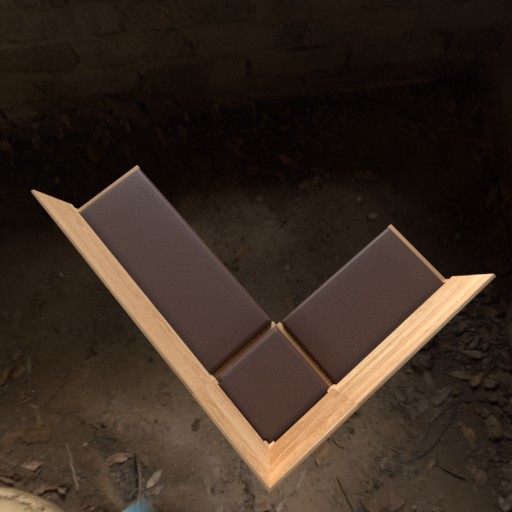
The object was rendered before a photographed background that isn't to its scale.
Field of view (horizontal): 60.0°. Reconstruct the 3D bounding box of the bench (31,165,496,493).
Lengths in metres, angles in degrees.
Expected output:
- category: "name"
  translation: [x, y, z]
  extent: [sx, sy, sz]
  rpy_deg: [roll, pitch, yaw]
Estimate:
- category: "bench"
  translation: [0.000, 0.000, 2.749]
  extent: [1.549, 0.890, 1.975]
  rpy_deg: [-41, 79, -10]
